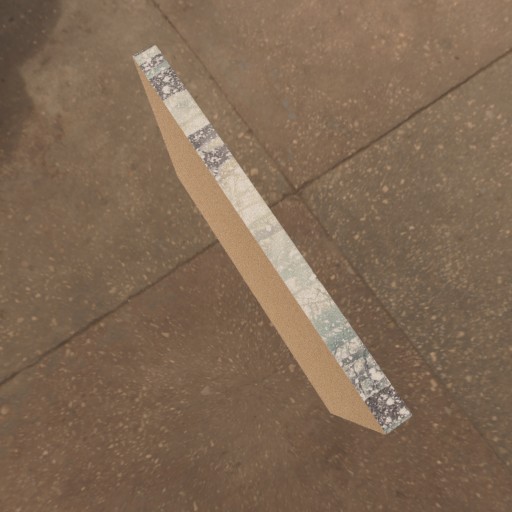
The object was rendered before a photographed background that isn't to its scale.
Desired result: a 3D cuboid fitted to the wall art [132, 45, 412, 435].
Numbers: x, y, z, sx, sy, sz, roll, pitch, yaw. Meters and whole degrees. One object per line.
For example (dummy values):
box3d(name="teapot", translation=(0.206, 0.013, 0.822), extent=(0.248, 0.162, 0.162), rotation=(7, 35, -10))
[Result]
box3d(name="wall art", translation=(0.000, 0.000, 0.774), extent=(0.042, 0.398, 0.618), rotation=(-31, 76, -9))
